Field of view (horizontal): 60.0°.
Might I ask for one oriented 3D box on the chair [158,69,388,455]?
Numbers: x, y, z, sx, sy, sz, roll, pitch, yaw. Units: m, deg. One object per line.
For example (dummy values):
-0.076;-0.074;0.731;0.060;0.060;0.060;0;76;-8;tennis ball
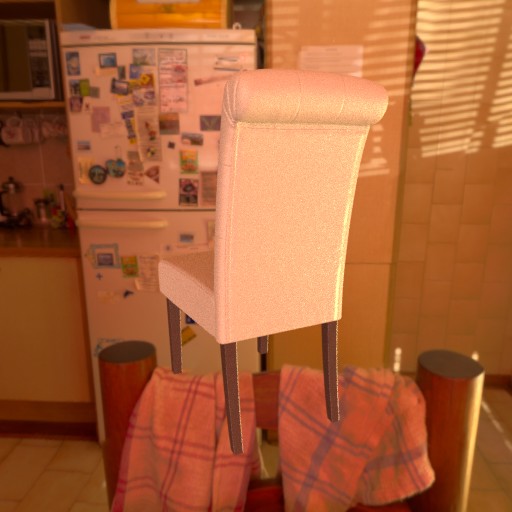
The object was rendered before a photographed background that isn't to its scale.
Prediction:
0.000;0.000;1.388;0.456;1.006;0.671;-7;16;-26;chair
